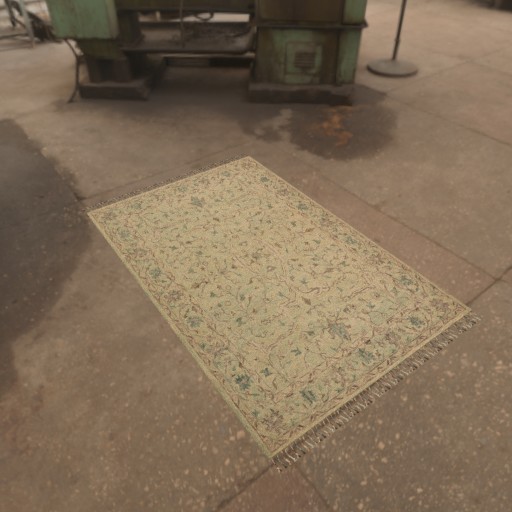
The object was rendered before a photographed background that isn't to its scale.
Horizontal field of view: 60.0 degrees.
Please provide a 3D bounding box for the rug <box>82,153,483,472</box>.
[{"bbox_3d":[0.000,0.000,2.989,1.544,0.010,2.435,-25,47,-26],"label":"rug"}]
